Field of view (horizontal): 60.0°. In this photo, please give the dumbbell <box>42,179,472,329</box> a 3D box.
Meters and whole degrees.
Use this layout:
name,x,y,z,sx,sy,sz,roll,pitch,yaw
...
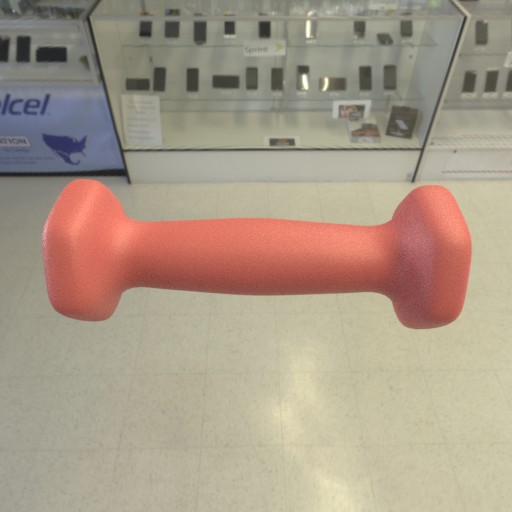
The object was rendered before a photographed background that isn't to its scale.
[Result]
name,x,y,z,sx,sy,sz,roll,pitch,yaw
dumbbell,0.000,0.000,0.141,0.123,0.043,0.047,1,46,1
